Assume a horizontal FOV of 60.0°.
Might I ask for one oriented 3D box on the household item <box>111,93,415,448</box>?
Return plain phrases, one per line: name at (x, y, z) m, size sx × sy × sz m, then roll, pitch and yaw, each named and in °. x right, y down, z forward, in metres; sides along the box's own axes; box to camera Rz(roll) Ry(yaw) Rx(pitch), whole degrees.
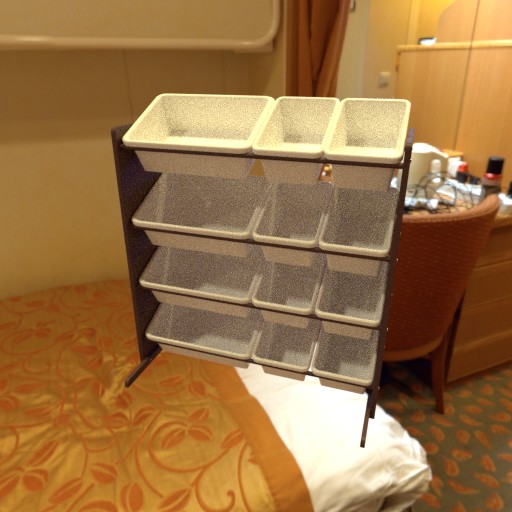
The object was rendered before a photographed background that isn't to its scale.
household item at (0.000, 0.000, 1.302) m, size 0.787 × 0.864 × 0.389 m, roll 8°, pitch 25°, yaw 17°
